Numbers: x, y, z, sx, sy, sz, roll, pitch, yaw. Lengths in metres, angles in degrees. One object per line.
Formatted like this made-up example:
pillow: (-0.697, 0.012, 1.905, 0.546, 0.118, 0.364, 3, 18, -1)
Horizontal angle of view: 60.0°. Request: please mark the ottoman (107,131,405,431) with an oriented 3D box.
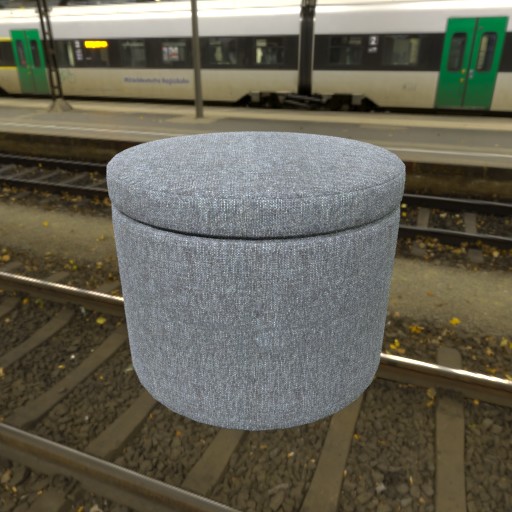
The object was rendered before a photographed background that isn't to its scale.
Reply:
ottoman: (0.000, 0.000, 0.844, 0.500, 0.419, 0.500, 0, 24, 0)
